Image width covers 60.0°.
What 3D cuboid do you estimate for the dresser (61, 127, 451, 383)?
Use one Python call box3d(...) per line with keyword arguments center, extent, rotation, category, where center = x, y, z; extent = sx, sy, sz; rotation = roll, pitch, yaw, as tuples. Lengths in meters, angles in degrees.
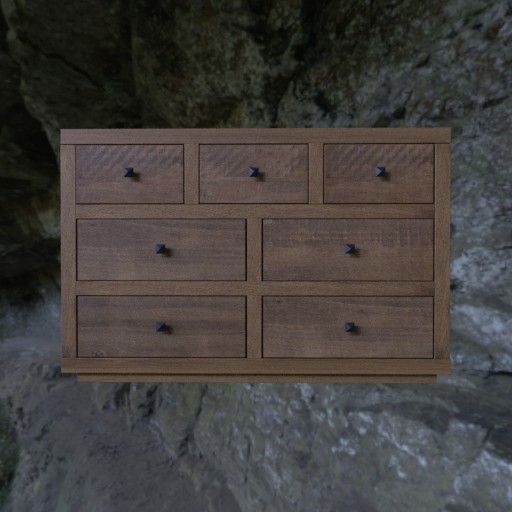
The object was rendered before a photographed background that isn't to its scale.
box3d(center=(0.000, 0.000, 1.642), extent=(1.261, 0.825, 0.479), rotation=(0, 1, 1), category="dresser")
